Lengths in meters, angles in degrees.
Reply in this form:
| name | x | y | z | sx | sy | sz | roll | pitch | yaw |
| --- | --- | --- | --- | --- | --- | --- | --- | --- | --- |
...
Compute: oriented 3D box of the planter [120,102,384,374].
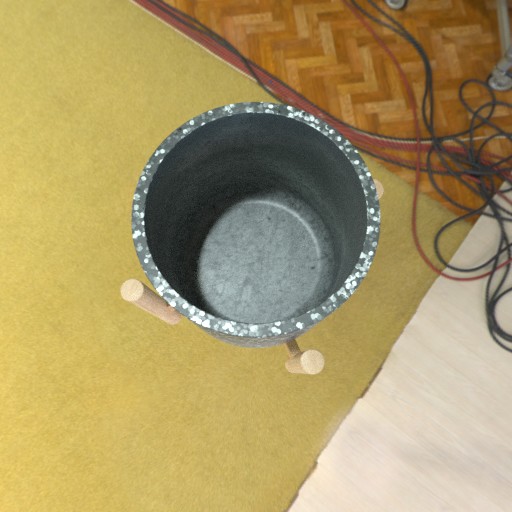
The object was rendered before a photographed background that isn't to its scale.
| name | x | y | z | sx | sy | sz | roll | pitch | yaw |
| --- | --- | --- | --- | --- | --- | --- | --- | --- | --- |
| planter | 0.000 | 0.000 | 0.550 | 0.284 | 0.320 | 0.284 | -1 | 76 | 0 |
